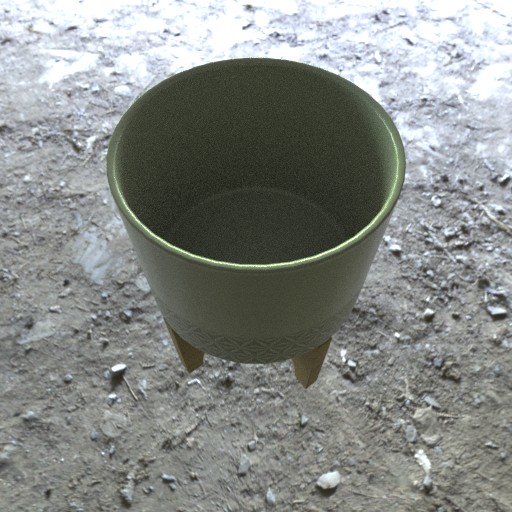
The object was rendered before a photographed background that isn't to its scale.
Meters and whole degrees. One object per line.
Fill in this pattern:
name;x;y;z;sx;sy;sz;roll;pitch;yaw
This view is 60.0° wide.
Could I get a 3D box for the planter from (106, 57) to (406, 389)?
planter;0.000;0.000;0.391;0.188;0.260;0.188;0;57;0
